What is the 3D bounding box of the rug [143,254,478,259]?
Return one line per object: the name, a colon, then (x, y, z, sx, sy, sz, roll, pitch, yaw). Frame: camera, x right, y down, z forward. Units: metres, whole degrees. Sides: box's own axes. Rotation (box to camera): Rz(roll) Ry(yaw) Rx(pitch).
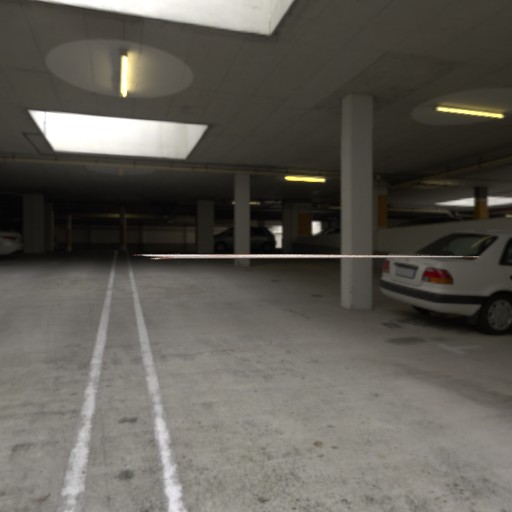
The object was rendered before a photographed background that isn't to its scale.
rug: (0.000, 0.000, 2.426, 1.268, 0.007, 1.918, 0, 0, -17)
